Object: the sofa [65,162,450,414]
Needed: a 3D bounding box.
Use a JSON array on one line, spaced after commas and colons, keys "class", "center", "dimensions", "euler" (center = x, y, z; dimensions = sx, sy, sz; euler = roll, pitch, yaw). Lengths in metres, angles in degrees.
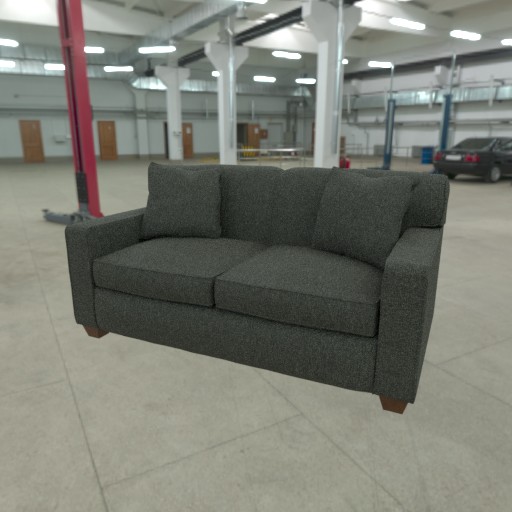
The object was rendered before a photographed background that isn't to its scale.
[{"class": "sofa", "center": [0.000, 0.000, 2.427], "dimensions": [1.846, 0.958, 0.998], "euler": [7, 17, 24]}]
